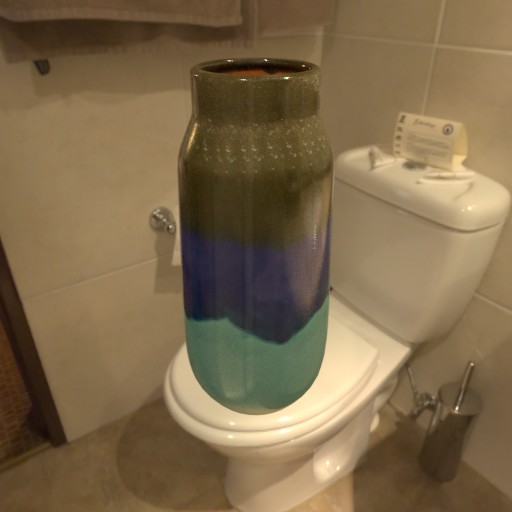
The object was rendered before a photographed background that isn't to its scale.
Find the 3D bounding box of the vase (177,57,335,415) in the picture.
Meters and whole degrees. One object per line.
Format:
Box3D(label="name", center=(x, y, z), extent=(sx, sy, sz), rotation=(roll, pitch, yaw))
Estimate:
Box3D(label="vase", center=(0.000, 0.000, 0.392), extent=(0.139, 0.313, 0.139), rotation=(0, 31, 0))
